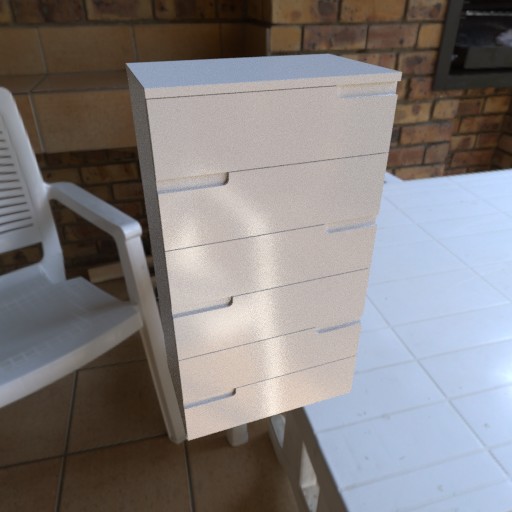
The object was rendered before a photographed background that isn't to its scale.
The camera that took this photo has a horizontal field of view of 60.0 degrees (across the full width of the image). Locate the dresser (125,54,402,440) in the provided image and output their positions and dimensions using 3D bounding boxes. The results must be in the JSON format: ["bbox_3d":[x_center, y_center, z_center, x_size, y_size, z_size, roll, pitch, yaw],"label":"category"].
[{"bbox_3d":[0.000,0.000,1.505,0.650,1.190,0.400,-10,33,-17],"label":"dresser"}]
